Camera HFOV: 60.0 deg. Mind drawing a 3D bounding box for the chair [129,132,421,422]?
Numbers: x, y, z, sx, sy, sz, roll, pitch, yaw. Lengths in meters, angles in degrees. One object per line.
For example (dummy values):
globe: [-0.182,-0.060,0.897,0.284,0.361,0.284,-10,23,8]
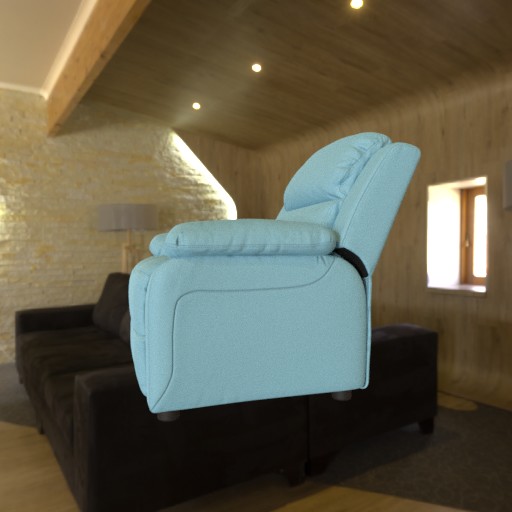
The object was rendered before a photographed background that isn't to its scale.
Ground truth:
chair: [0.000,0.000,1.289,0.709,0.702,0.680,0,0,-17]
